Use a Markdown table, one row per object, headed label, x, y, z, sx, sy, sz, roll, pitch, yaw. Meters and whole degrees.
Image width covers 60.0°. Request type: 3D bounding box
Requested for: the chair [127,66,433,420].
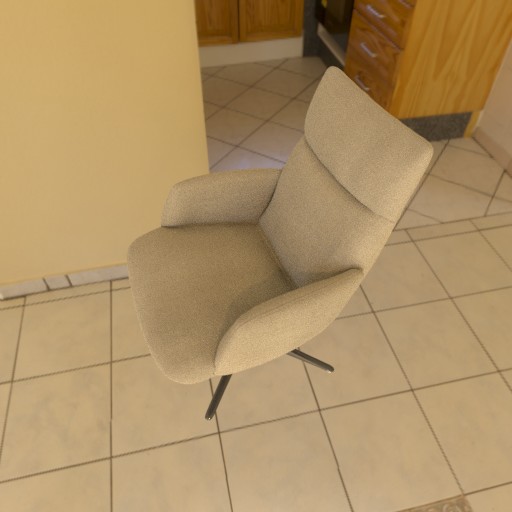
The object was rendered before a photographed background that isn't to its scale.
| label | x | y | z | sx | sy | sz | roll | pitch | yaw |
| --- | --- | --- | --- | --- | --- | --- | --- | --- | --- |
| chair | 0.000 | 0.000 | 1.561 | 0.889 | 1.016 | 0.711 | -17 | 49 | -15 |
